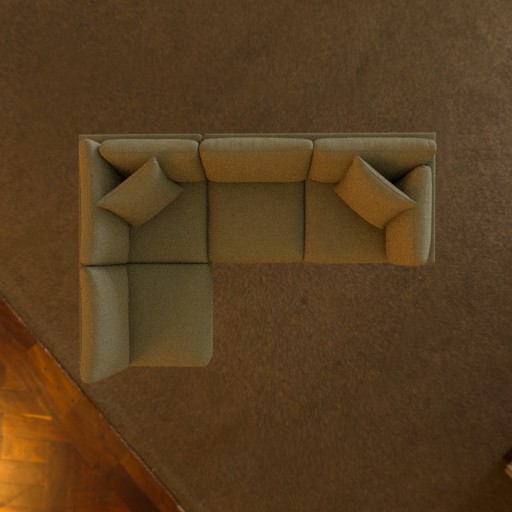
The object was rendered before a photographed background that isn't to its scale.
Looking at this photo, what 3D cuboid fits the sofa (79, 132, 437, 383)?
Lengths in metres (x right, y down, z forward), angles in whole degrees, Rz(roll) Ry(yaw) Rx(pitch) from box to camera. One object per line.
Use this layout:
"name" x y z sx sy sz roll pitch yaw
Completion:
"sofa" 0.000 0.000 3.784 2.896 0.978 1.994 0 91 1
